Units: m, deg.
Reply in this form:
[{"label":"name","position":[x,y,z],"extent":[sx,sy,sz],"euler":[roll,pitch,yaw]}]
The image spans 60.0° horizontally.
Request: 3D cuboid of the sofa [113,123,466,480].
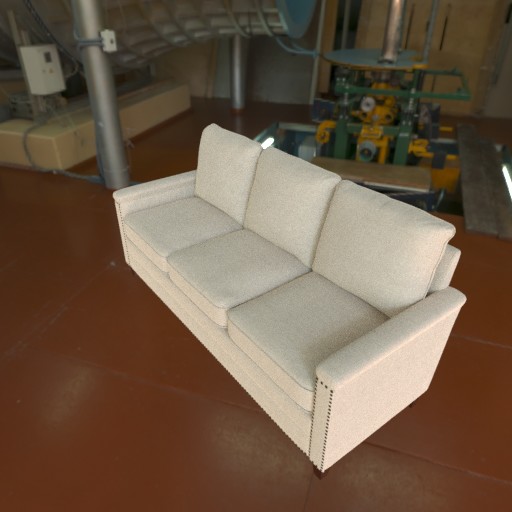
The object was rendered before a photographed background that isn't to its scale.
[{"label":"sofa","position":[0.000,0.000,2.367],"extent":[0.828,0.961,1.925],"euler":[-22,38,-31]}]
